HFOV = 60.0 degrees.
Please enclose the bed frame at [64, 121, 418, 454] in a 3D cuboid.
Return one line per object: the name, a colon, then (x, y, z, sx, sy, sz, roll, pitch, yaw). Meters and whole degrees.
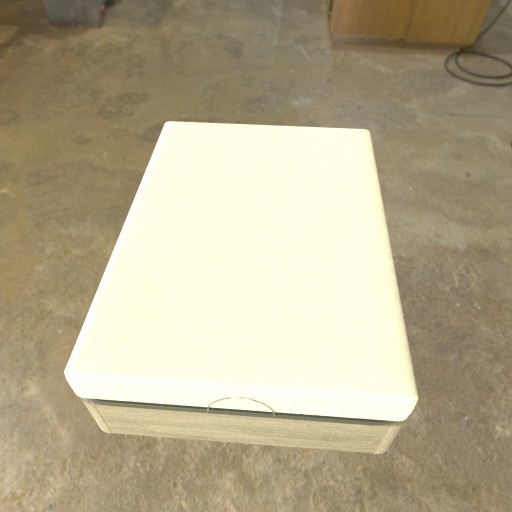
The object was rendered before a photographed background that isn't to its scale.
bed frame: (0.000, 0.000, 2.514, 1.400, 0.561, 1.900, 3, 47, 3)
